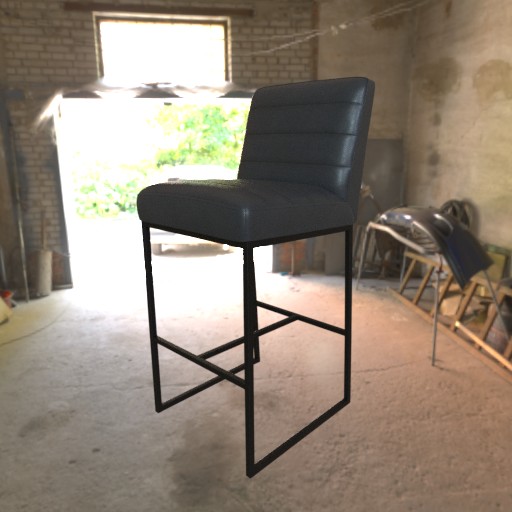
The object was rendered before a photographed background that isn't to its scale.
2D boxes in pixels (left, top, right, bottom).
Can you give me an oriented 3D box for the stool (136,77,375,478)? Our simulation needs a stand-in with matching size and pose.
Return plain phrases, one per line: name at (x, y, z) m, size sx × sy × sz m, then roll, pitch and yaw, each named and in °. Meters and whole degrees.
stool at (0.000, 0.000, 1.357) m, size 0.457 × 1.040 × 0.552 m, roll 13°, pitch 20°, yaw 42°
